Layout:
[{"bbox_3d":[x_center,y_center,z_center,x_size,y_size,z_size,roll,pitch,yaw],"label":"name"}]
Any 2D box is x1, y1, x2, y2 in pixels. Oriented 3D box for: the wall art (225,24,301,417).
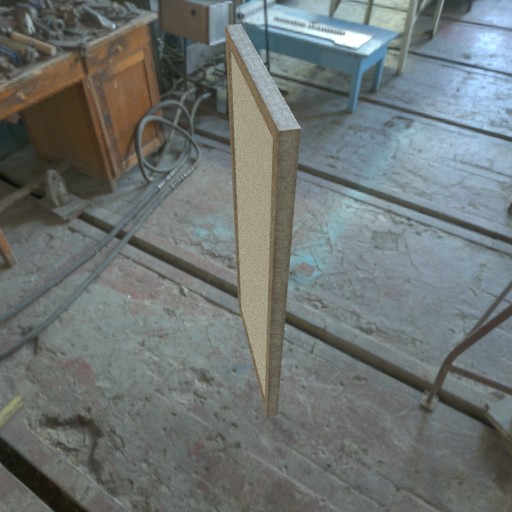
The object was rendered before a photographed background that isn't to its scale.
[{"bbox_3d":[0.000,0.000,1.712,0.051,1.461,0.648,-10,47,-9],"label":"wall art"}]
